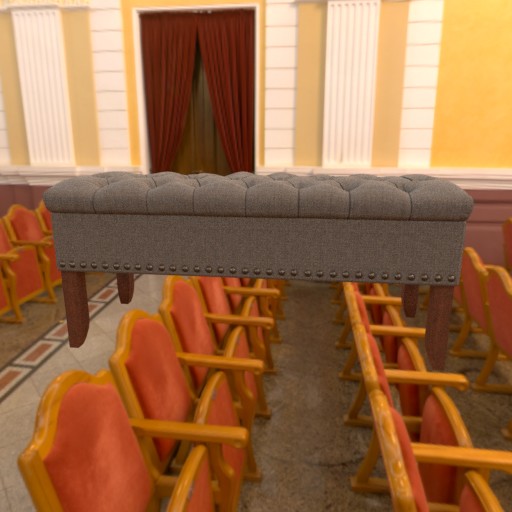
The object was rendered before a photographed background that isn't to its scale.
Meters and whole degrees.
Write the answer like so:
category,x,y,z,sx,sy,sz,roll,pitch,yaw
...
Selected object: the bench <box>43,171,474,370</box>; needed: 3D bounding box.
category,x,y,z,sx,sy,sz,roll,pitch,yaw
bench,0.000,0.000,1.308,1.052,0.470,0.417,2,15,7
